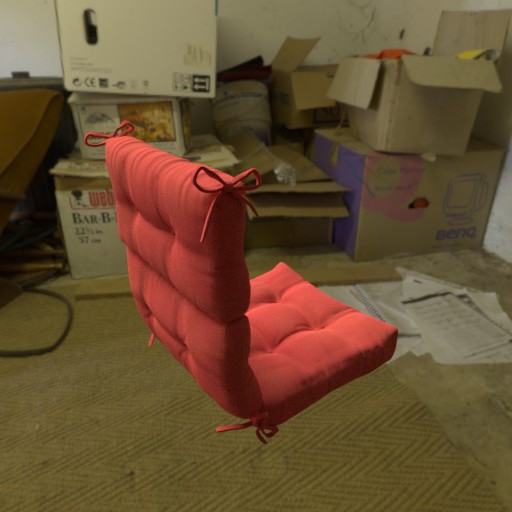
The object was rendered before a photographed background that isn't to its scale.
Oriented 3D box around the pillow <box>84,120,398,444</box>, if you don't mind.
[{"bbox_3d":[0.000,0.000,1.048,0.571,0.605,0.519,-18,31,-33],"label":"pillow"}]
